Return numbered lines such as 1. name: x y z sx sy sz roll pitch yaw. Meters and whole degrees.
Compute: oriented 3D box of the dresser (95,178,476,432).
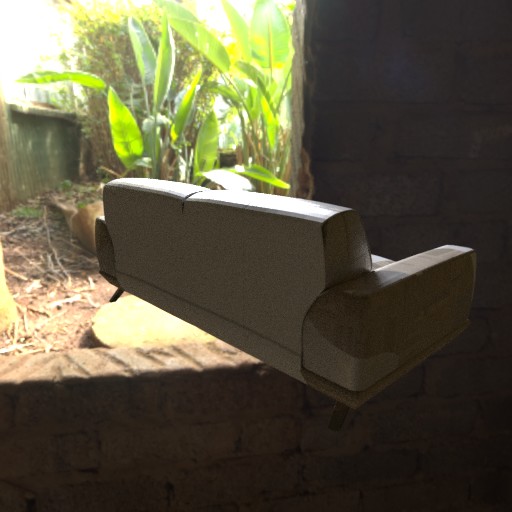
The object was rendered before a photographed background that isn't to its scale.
1. dresser: 0.000 0.000 5.685 2.251 1.863 4.679 -14 21 -42
